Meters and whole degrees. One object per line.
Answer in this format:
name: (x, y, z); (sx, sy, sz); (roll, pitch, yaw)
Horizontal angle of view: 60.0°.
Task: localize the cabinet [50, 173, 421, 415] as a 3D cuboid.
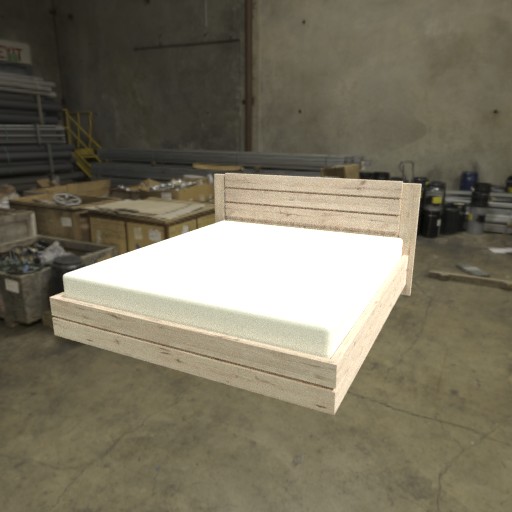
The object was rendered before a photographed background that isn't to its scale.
cabinet: (0.000, 0.000, 3.244); (1.950, 0.970, 2.080); (8, 17, 26)
